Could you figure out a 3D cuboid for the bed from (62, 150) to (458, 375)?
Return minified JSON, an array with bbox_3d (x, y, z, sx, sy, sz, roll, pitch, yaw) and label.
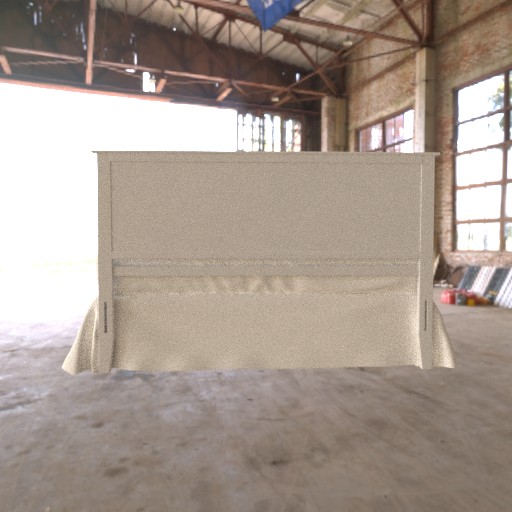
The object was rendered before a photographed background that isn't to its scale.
[{"bbox_3d":[0.000,0.000,3.618,2.317,1.273,2.215,0,2,-2],"label":"bed"}]
